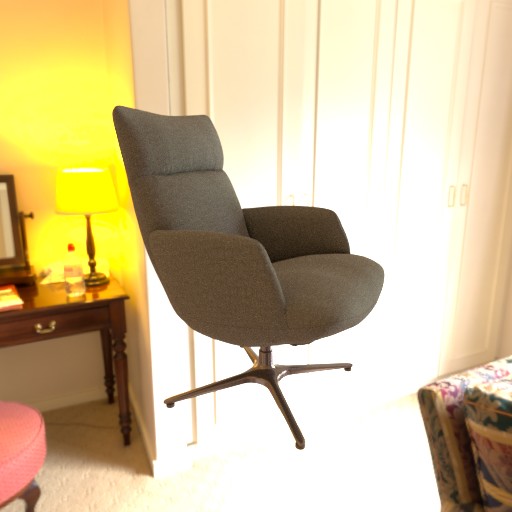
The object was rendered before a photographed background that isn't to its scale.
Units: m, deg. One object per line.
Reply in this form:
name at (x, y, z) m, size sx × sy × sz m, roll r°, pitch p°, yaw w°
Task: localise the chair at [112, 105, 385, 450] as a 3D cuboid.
chair at (0.000, 0.000, 1.537) m, size 0.831 × 0.984 × 0.702 m, roll 7°, pitch 15°, yaw 26°
